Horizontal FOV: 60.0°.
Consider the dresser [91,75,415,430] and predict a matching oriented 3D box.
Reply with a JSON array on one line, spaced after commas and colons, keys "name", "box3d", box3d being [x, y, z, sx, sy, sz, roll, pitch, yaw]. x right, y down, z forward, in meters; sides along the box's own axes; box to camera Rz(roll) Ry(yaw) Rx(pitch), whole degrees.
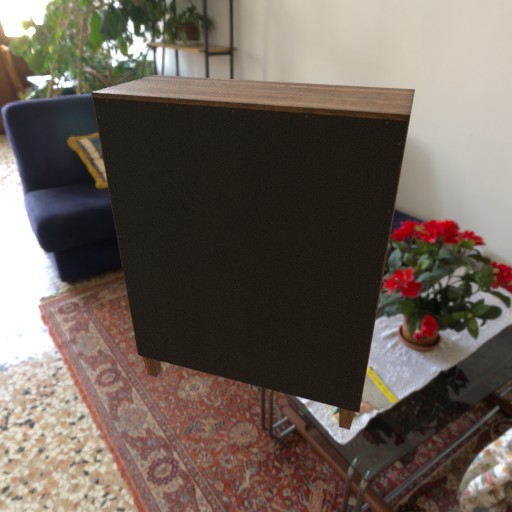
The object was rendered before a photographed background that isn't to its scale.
[{"name": "dresser", "box3d": [0.000, 0.000, 1.915, 1.067, 1.359, 0.438, 10, 32, 16]}]
